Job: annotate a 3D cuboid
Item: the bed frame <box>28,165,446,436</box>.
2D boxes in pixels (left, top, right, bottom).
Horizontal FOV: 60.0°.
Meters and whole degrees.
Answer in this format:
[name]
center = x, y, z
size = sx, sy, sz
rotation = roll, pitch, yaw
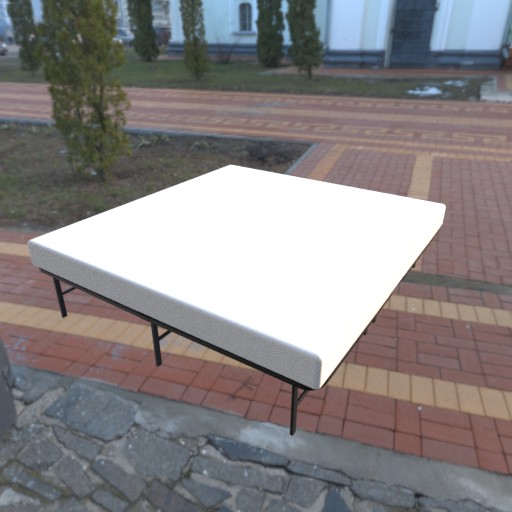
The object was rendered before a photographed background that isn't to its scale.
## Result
[bed frame]
center = 0.000, 0.000, 3.014
size = 1.935, 0.525, 2.033
rotation = 17, 31, 30
